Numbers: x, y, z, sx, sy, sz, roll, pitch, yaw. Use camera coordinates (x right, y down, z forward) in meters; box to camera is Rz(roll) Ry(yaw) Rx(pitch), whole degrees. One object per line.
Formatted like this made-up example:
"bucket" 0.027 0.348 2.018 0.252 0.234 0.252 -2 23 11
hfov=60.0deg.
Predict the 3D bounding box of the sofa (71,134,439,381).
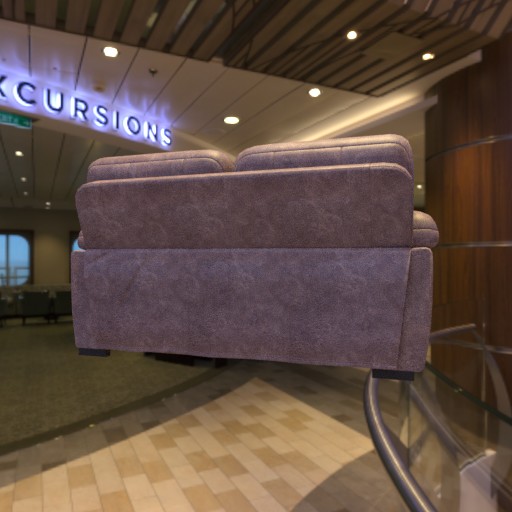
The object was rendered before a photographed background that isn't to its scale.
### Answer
"sofa" 0.000 0.000 2.352 1.753 0.991 0.991 0 -1 18
